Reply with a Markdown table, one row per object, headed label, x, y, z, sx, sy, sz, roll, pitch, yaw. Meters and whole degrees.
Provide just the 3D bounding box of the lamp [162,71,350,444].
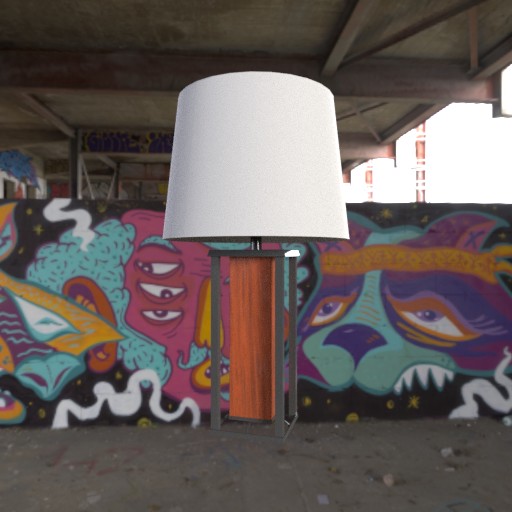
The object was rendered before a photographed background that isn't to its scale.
| label | x | y | z | sx | sy | sz | roll | pitch | yaw |
| --- | --- | --- | --- | --- | --- | --- | --- | --- | --- |
| lamp | 0.000 | 0.000 | 0.773 | 0.320 | 0.591 | 0.320 | 0 | 0 | 0 |
